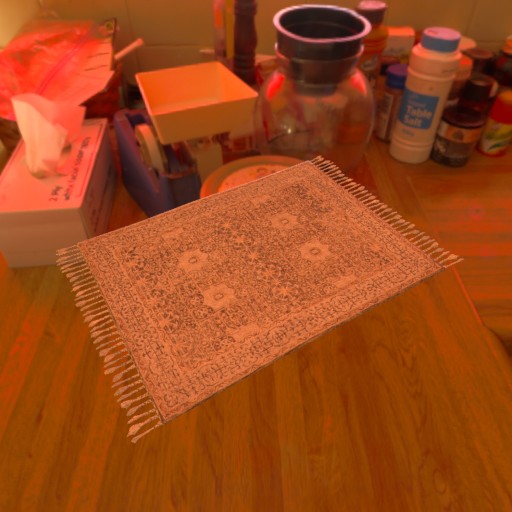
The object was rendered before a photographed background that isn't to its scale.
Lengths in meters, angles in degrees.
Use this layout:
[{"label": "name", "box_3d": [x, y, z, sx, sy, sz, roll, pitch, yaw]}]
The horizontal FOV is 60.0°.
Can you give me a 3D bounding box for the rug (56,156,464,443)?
[{"label": "rug", "box_3d": [0.000, 0.000, 3.143, 2.465, 0.023, 1.619, -23, 49, -22]}]
